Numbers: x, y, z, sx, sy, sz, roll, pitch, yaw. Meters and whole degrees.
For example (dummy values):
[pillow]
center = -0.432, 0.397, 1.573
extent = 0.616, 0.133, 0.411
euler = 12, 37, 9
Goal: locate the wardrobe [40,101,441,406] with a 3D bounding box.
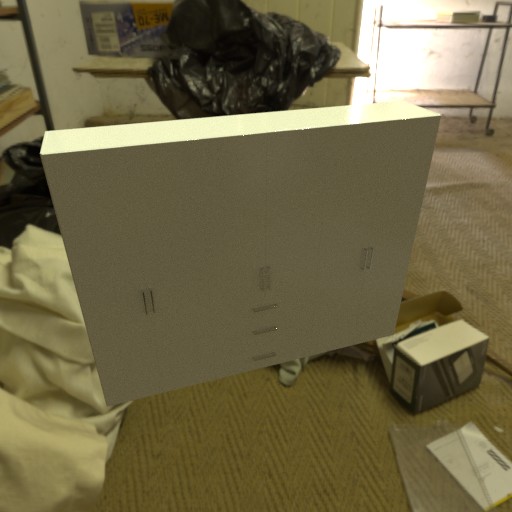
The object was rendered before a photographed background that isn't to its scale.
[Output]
[wardrobe]
center = 0.000, 0.000, 3.978
extent = 3.000, 2.360, 0.580
euler = -10, 33, -16
